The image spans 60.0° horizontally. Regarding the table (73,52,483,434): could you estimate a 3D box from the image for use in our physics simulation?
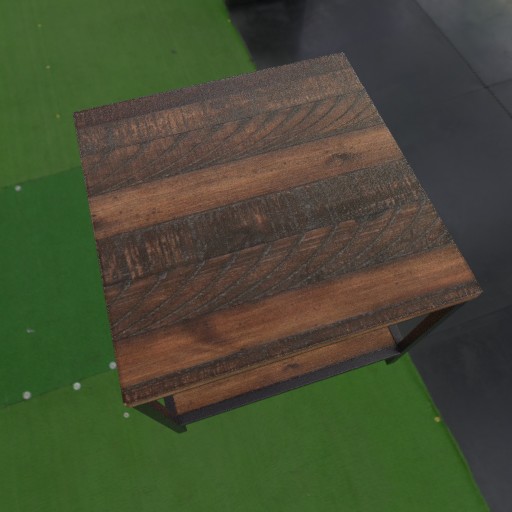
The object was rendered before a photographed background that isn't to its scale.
[{"bbox_3d":[0.000,0.000,0.966,0.548,0.482,0.553,-16,65,-8],"label":"table"}]
